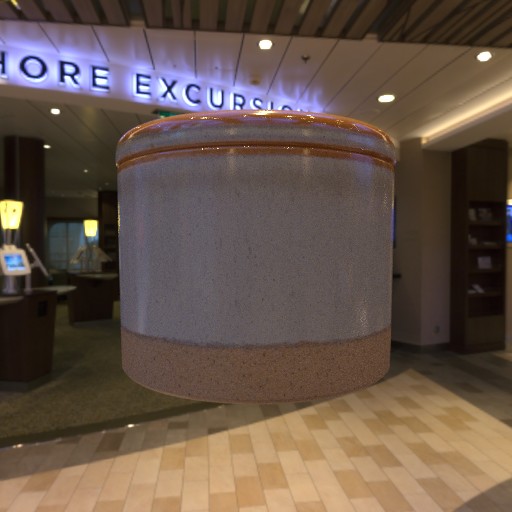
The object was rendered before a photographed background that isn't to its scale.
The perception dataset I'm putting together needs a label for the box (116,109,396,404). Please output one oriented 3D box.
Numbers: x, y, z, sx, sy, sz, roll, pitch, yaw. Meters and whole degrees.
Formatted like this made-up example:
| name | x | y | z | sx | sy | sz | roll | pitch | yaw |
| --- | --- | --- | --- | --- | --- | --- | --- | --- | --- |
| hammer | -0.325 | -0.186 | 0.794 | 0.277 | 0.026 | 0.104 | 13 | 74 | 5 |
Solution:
| name | x | y | z | sx | sy | sz | roll | pitch | yaw |
| --- | --- | --- | --- | --- | --- | --- | --- | --- | --- |
| box | 0.000 | 0.000 | 0.205 | 0.123 | 0.100 | 0.123 | 0 | 1 | 0 |
